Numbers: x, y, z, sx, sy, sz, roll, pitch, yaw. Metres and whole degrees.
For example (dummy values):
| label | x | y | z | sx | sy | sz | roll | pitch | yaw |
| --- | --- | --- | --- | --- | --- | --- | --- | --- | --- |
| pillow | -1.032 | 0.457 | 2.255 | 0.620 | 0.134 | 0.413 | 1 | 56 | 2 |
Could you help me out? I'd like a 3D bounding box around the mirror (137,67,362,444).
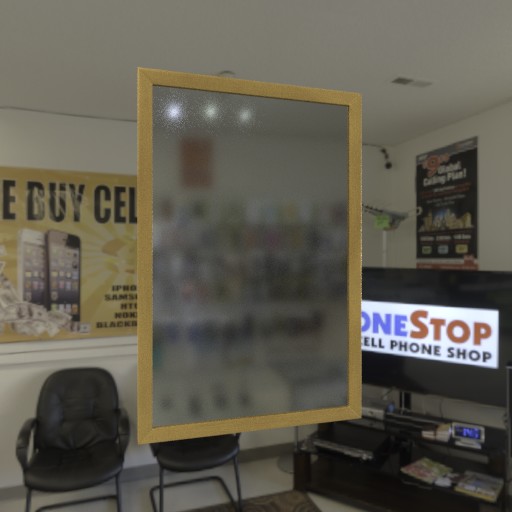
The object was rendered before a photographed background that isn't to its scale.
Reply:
| label | x | y | z | sx | sy | sz | roll | pitch | yaw |
| --- | --- | --- | --- | --- | --- | --- | --- | --- | --- |
| mirror | 0.000 | 0.000 | 1.181 | 0.609 | 0.915 | 0.040 | 0 | 0 | -17 |
